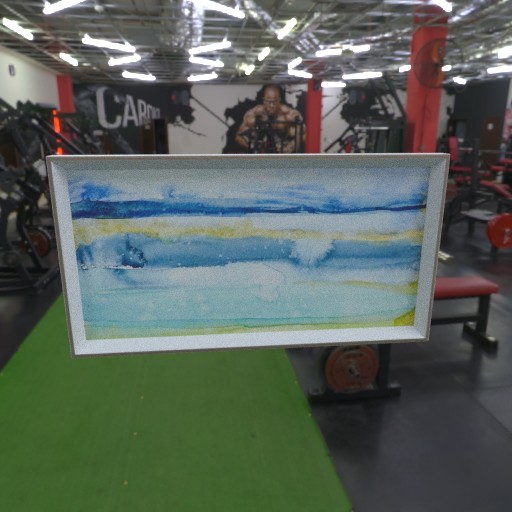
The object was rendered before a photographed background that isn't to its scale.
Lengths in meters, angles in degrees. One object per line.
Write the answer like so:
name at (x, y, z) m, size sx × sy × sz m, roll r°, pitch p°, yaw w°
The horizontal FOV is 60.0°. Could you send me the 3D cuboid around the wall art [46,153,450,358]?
wall art at (0.000, 0.000, 0.964) m, size 0.812 × 0.431 × 0.038 m, roll -2°, pitch 16°, yaw -6°
